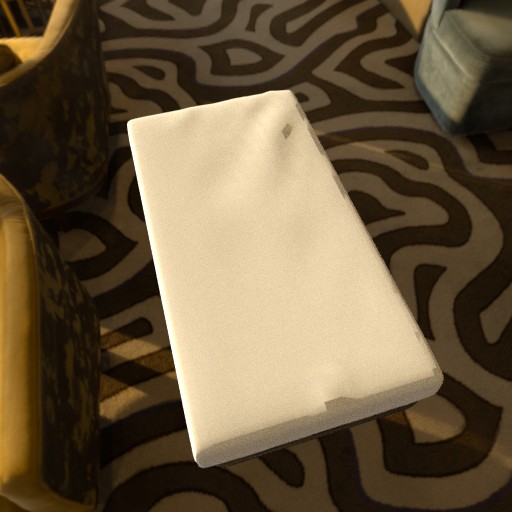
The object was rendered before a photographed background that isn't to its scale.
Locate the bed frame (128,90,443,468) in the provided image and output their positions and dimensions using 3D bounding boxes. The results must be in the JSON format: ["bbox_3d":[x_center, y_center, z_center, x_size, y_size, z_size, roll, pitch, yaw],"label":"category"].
[{"bbox_3d":[0.000,0.000,2.365,1.025,0.640,1.908,-14,58,-9],"label":"bed frame"}]
